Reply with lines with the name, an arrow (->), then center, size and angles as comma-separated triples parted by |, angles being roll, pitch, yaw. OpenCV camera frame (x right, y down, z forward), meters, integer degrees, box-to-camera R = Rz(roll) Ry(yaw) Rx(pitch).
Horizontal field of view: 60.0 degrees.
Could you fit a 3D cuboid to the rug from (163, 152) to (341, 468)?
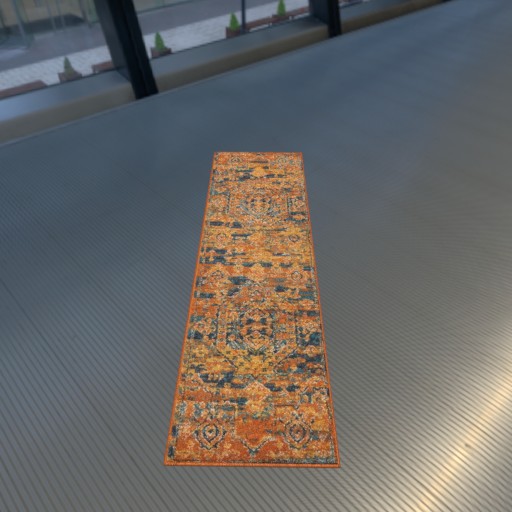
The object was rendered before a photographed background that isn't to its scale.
rug -> 0.000, 0.000, 2.457 | 0.651, 0.016, 2.274 | 1, 43, 1
